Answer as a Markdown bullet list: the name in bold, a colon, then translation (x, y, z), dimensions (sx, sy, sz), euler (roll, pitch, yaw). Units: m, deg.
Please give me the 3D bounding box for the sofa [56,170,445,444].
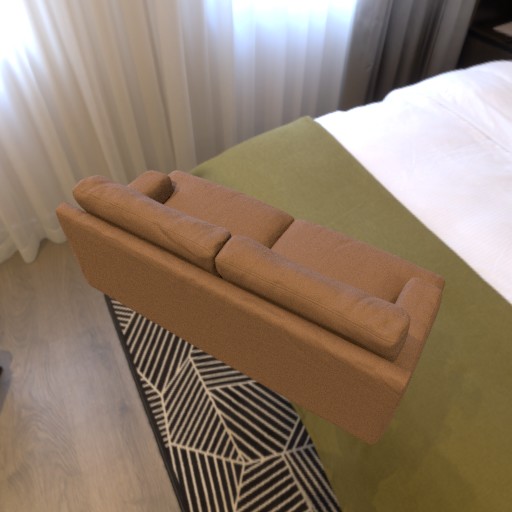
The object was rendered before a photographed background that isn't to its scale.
- **sofa**: translation (0.000, 0.000, 2.876), dimensions (2.274, 0.950, 1.140), euler (24, 52, 21)
